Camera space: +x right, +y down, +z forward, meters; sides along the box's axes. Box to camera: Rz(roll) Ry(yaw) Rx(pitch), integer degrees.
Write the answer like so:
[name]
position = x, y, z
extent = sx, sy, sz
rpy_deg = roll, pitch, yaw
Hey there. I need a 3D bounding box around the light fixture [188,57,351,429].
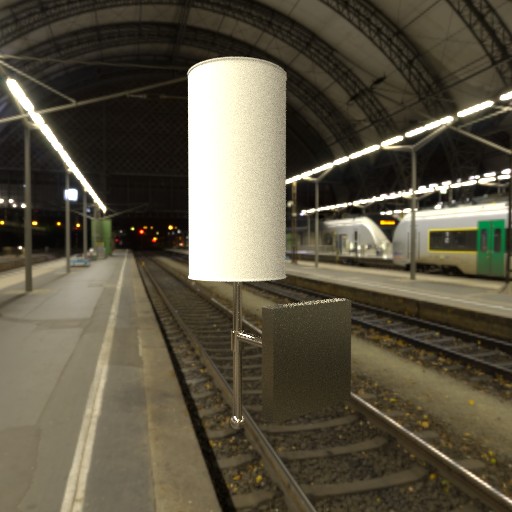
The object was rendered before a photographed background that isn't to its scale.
[light fixture]
position = 0.000, 0.000, 0.551
extent = 0.128, 0.462, 0.208
rpy_deg = -1, 2, -37
